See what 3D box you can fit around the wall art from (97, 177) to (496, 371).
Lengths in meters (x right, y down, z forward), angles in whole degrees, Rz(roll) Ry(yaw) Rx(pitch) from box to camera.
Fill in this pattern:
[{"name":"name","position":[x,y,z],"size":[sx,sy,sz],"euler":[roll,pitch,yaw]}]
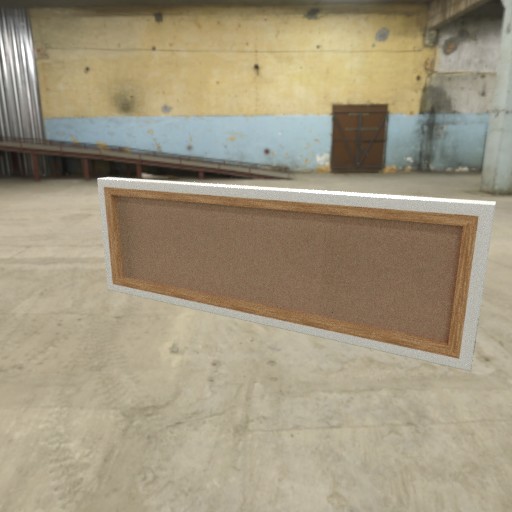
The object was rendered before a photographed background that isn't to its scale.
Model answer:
[{"name":"wall art","position":[0.000,0.000,0.833],"size":[0.766,0.256,0.036],"euler":[8,18,27]}]
